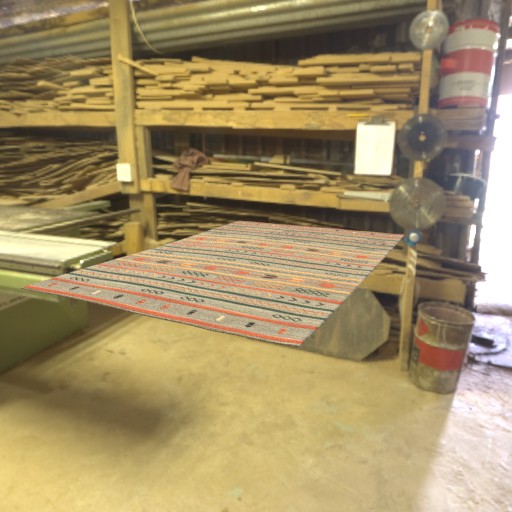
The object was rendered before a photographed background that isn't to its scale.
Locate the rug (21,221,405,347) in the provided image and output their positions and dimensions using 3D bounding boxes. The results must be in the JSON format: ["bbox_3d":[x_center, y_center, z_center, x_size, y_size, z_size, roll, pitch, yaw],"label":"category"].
[{"bbox_3d":[0.000,0.000,2.322,1.220,0.017,1.835,7,16,26],"label":"rug"}]
